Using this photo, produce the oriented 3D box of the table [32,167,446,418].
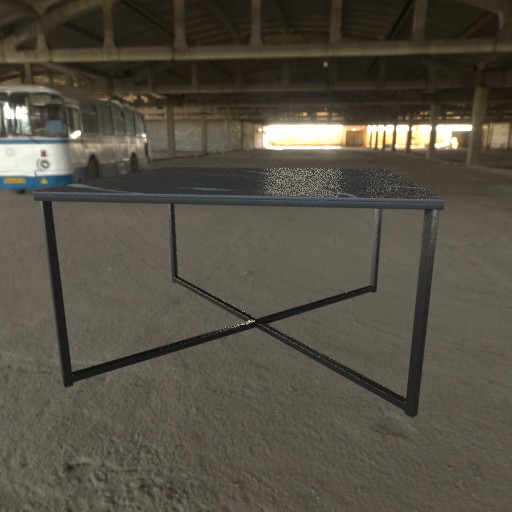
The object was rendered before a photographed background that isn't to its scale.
[{"bbox_3d":[0.000,0.000,1.281,0.800,0.450,0.800,2,15,8],"label":"table"}]
